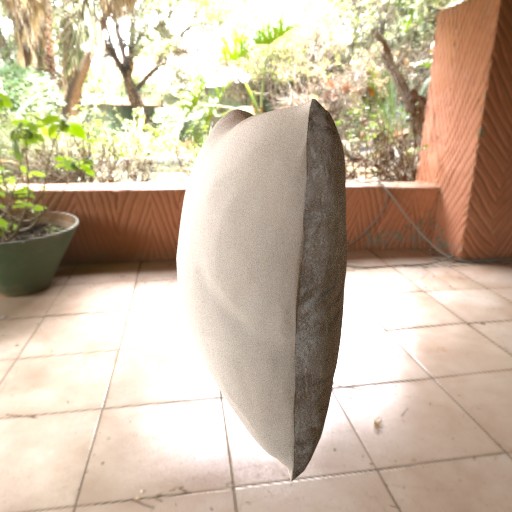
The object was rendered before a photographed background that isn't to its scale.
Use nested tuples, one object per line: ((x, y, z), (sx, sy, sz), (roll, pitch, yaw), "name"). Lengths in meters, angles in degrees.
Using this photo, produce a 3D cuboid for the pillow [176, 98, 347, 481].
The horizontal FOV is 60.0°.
((0.000, 0.000, 0.691), (0.245, 0.448, 0.450), (-3, 17, -10), "pillow")
